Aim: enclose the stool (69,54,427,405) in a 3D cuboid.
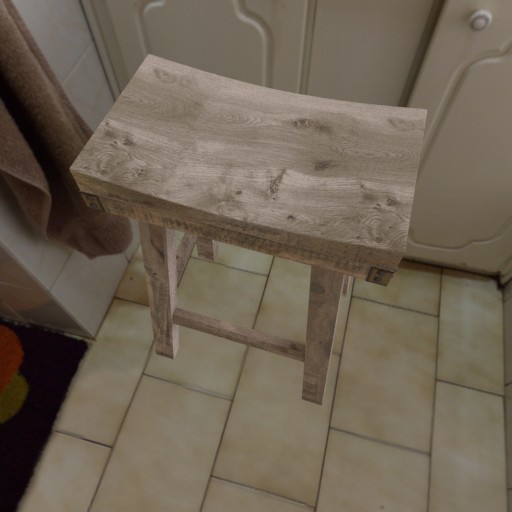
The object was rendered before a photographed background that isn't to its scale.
[{"bbox_3d":[0.000,0.000,0.883,0.450,0.635,0.330,15,60,9],"label":"stool"}]
